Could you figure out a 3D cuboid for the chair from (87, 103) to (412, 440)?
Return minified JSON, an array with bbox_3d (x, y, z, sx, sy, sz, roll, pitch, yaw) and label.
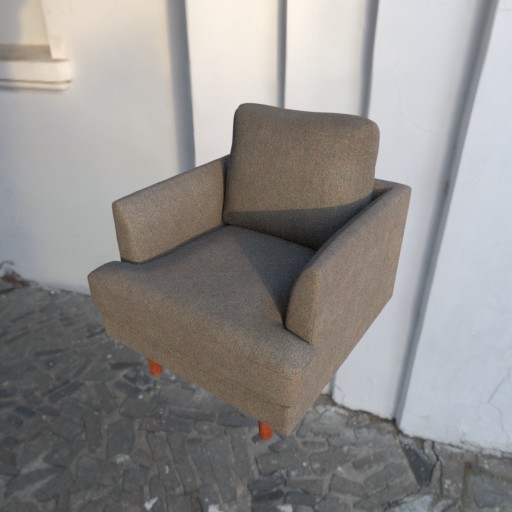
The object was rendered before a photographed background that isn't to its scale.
[{"bbox_3d":[0.000,0.000,1.642,0.858,0.957,0.899,19,35,30],"label":"chair"}]
